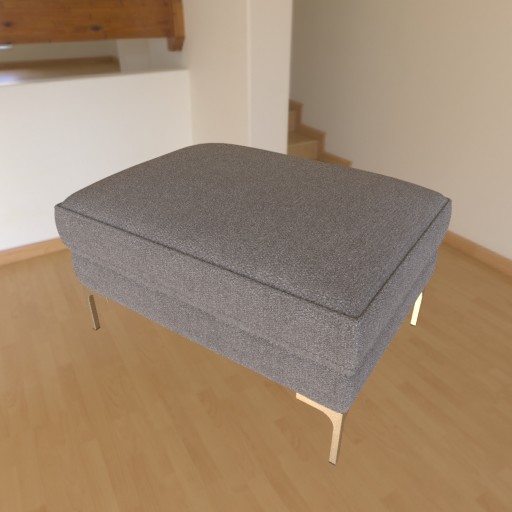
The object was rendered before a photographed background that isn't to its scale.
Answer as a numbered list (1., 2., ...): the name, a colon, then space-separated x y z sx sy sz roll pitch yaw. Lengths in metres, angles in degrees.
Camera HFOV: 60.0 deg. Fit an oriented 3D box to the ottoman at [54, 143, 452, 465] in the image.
1. ottoman: 0.000 0.000 1.140 0.785 0.464 0.583 19 36 29
